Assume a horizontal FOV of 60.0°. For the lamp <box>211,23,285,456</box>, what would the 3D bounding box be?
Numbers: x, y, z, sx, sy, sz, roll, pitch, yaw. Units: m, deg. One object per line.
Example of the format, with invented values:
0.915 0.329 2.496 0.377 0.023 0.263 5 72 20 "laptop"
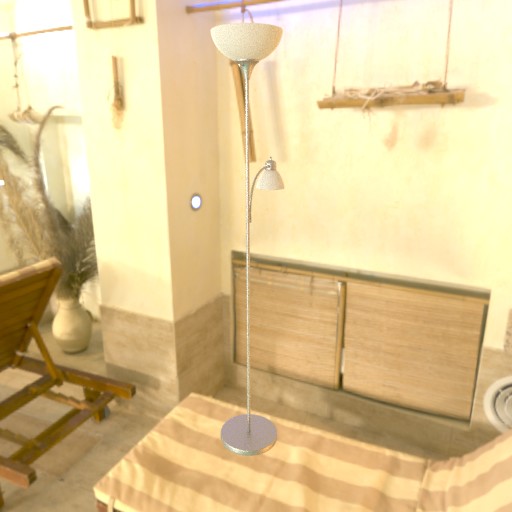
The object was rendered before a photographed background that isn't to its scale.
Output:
0.000 0.000 1.985 0.279 1.804 0.425 8 18 25 "lamp"
